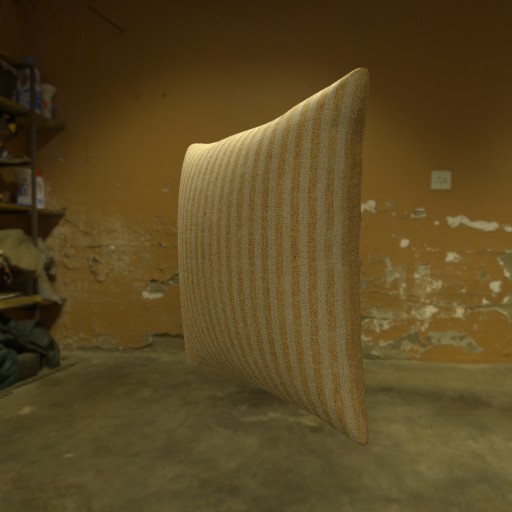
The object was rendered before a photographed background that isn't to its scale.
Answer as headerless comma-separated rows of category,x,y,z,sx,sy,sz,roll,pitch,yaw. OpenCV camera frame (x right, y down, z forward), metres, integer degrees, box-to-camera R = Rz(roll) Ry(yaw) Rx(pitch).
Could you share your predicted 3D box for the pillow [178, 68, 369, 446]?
pillow,0.000,0.000,0.646,0.173,0.407,0.419,0,0,-35
